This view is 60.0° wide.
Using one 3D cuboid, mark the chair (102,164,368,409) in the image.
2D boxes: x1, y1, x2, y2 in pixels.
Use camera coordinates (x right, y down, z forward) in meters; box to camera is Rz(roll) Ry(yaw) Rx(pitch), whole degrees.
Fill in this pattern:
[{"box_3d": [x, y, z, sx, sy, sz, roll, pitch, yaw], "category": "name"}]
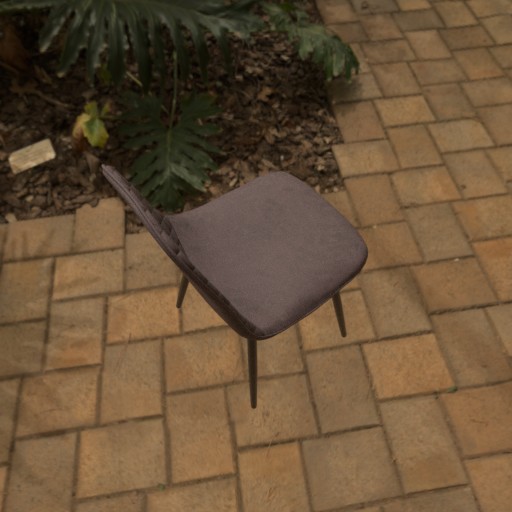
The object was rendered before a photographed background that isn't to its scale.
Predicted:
[{"box_3d": [0.000, 0.000, 1.220, 0.561, 0.889, 0.472, -33, 63, -19], "category": "chair"}]
